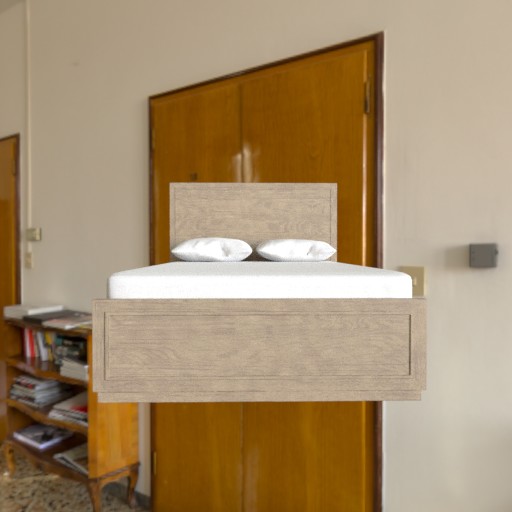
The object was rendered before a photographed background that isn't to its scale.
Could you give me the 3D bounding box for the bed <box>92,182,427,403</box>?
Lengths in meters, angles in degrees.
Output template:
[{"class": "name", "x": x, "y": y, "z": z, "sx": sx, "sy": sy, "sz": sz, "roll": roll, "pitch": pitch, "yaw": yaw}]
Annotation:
[{"class": "bed", "x": 0.000, "y": 0.000, "z": 3.212, "sx": 1.606, "sy": 1.369, "sz": 2.189, "roll": 0, "pitch": 1, "yaw": -1}]
